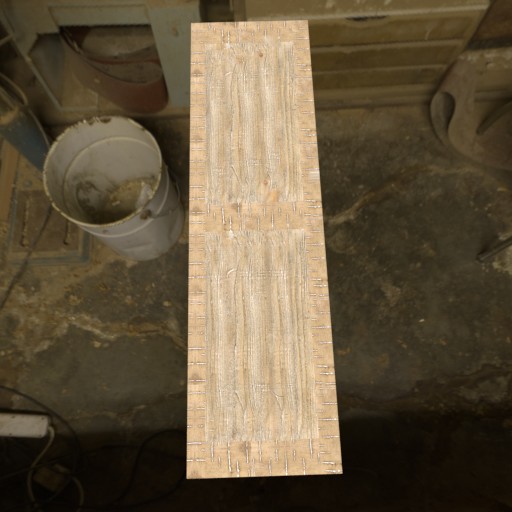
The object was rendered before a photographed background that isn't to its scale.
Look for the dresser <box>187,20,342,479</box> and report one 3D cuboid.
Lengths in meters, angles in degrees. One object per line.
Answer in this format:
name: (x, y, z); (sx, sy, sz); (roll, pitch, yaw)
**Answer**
dresser: (0.000, 0.000, 2.008); (0.457, 1.016, 1.626); (-2, 74, 0)
